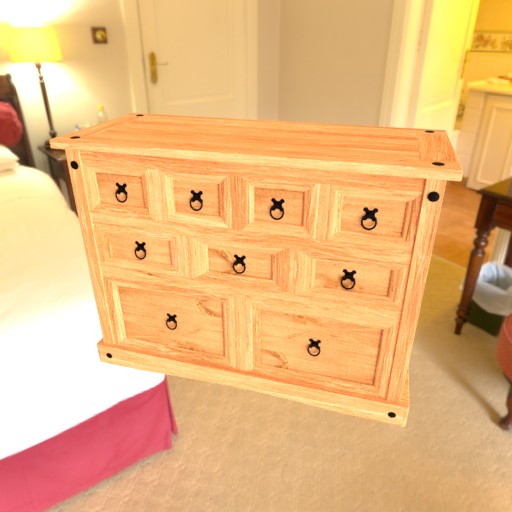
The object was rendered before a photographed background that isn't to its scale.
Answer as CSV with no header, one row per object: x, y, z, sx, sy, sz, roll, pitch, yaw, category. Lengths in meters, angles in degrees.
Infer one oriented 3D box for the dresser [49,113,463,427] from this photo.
0.000,0.000,1.359,0.990,0.740,0.410,8,28,14,dresser
